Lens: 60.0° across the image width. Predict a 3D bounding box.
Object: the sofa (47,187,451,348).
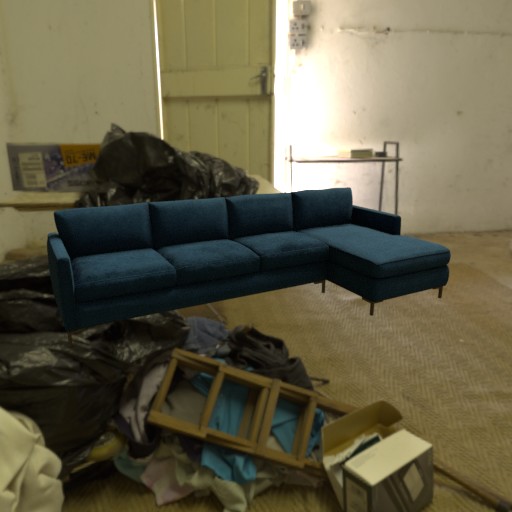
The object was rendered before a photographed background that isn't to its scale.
[{"bbox_3d":[0.000,0.000,3.495,2.932,0.810,1.350,-9,18,-27],"label":"sofa"}]
